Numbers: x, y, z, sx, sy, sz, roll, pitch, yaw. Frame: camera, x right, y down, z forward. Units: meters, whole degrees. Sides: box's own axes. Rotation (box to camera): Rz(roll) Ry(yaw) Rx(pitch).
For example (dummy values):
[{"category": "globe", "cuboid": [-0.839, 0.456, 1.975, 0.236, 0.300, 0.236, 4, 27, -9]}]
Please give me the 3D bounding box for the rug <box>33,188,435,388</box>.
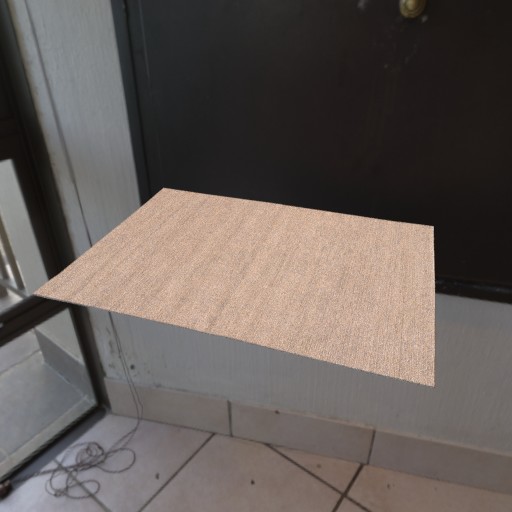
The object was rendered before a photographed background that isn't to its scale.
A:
[{"category": "rug", "cuboid": [0.000, 0.000, 2.960, 2.264, 0.030, 1.624, 10, 34, 16]}]
